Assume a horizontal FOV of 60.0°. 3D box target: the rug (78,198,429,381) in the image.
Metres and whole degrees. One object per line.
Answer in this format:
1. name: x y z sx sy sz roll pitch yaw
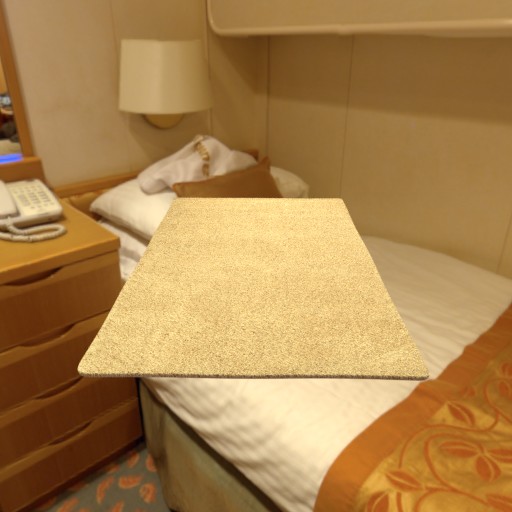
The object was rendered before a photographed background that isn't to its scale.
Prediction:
1. rug: 0.000 0.000 2.916 1.500 0.025 2.349 0 26 1
